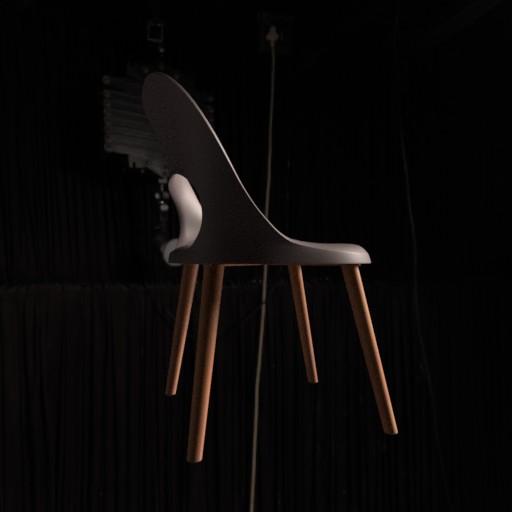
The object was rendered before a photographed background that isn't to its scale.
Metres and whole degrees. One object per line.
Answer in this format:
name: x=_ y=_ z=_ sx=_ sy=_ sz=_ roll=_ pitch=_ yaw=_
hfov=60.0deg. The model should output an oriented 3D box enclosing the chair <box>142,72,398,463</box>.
chair: x=0.000 y=0.000 z=1.120 sx=0.556 sy=0.794 sz=0.470 roll=0 pitch=0 yaw=-17
